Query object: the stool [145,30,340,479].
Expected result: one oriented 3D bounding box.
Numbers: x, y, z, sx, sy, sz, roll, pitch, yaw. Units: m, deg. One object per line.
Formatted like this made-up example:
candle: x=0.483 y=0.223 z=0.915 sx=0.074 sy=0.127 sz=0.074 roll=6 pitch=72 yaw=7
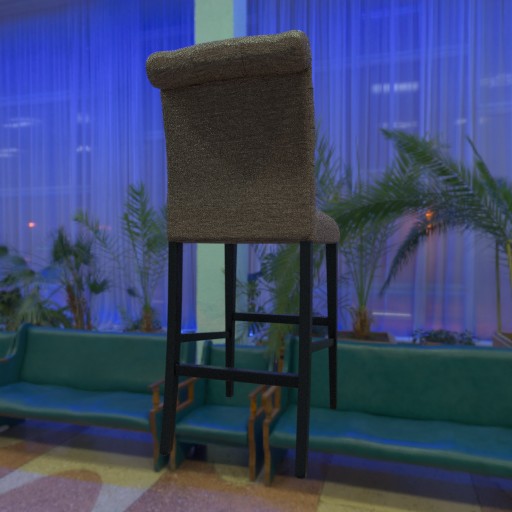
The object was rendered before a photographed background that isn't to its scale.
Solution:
stool: x=0.000 y=0.000 z=1.411 sx=0.452 sy=1.131 sz=0.613 roll=0 pitch=1 yaw=19
